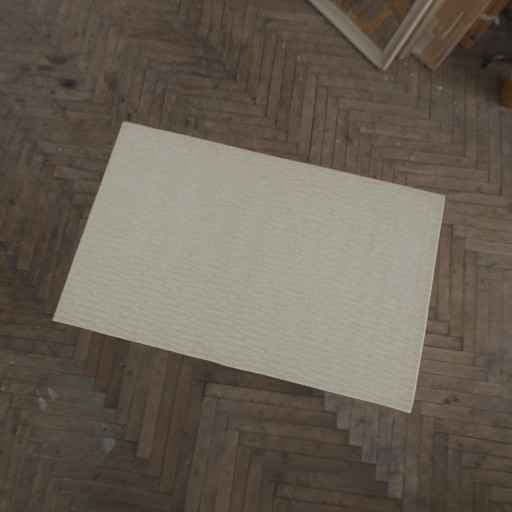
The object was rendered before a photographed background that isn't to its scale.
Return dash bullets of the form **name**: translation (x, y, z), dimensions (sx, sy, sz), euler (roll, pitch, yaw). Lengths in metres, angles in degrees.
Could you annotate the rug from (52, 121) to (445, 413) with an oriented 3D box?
- **rug**: translation (0.000, 0.000, 3.076), dimensions (2.441, 0.014, 1.531), euler (14, 77, 3)
